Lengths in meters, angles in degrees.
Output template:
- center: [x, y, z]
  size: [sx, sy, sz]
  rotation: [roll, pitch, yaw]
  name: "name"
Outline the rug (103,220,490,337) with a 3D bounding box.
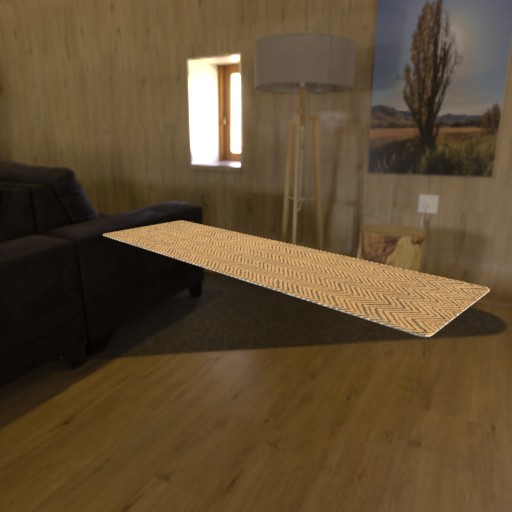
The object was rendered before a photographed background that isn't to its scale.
- center: [0.000, 0.000, 2.518]
  size: [2.286, 0.008, 0.686]
  rotation: [15, 21, 42]
  name: "rug"
